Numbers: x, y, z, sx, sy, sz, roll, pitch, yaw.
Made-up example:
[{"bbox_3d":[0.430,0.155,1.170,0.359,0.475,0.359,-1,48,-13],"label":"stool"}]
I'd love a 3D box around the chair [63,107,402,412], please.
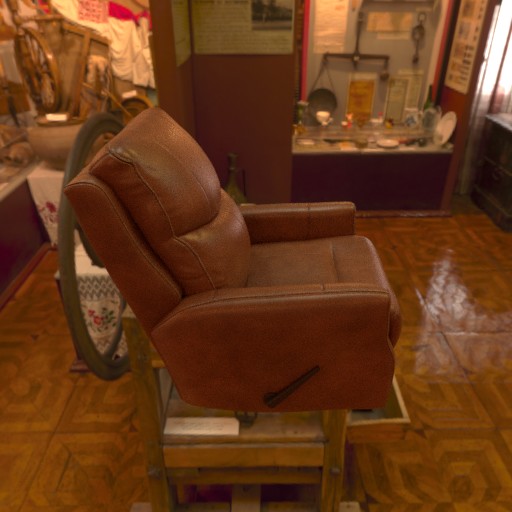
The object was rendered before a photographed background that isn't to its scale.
[{"bbox_3d":[0.000,0.000,1.707,1.072,1.016,0.821,1,31,1],"label":"chair"}]
